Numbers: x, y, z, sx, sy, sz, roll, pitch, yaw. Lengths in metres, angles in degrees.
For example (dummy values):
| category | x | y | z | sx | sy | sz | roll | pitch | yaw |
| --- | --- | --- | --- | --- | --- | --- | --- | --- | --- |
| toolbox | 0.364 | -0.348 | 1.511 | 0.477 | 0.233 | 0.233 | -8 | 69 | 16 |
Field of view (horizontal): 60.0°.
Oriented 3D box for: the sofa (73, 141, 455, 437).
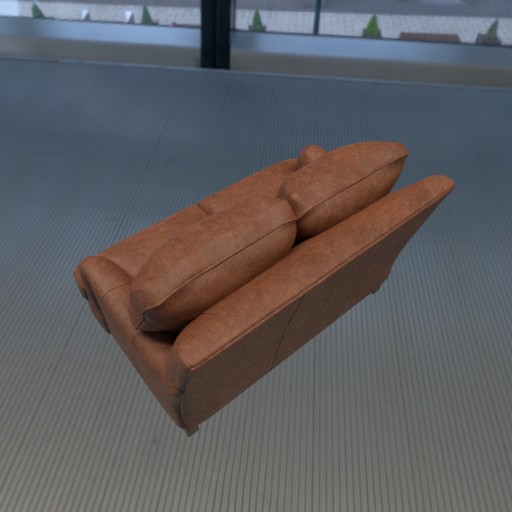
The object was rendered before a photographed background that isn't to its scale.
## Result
| category | x | y | z | sx | sy | sz | roll | pitch | yaw |
| --- | --- | --- | --- | --- | --- | --- | --- | --- | --- |
| sofa | 0.000 | 0.000 | 2.213 | 1.527 | 1.004 | 1.077 | -31 | 55 | -26 |
